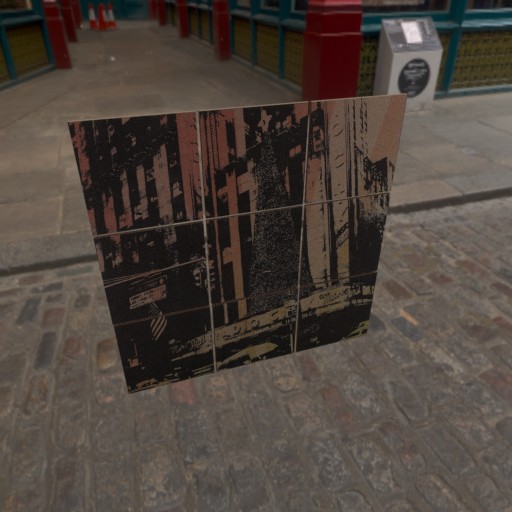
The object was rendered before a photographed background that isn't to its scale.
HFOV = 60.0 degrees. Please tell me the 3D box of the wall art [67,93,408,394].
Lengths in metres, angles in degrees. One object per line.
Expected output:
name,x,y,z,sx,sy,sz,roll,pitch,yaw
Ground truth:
wall art,0.000,0.000,2.310,1.527,1.521,0.017,-10,33,-16
